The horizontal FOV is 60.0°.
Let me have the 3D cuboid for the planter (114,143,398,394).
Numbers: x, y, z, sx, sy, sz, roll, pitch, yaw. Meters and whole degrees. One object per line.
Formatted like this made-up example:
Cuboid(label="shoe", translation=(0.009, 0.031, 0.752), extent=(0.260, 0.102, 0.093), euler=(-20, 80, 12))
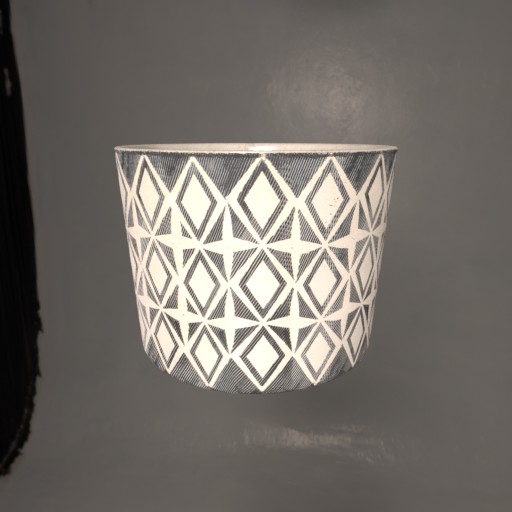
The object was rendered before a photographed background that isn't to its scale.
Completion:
Cuboid(label="planter", translation=(0.000, 0.000, 0.454), extent=(0.260, 0.220, 0.260), euler=(0, 15, 0))
